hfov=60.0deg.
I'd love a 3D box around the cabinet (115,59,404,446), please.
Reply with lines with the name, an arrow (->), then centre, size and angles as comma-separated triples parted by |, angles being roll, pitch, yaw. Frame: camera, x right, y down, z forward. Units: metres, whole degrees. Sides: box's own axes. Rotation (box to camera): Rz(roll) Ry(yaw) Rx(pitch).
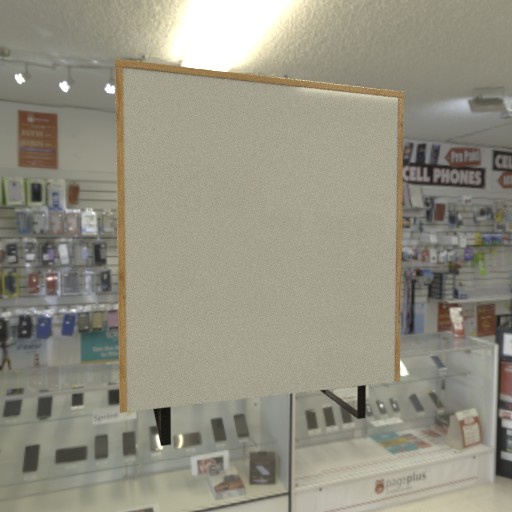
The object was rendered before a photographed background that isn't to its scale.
cabinet -> 0.000, 0.000, 1.959 | 1.168, 1.397, 0.473 | -1, 2, -17
